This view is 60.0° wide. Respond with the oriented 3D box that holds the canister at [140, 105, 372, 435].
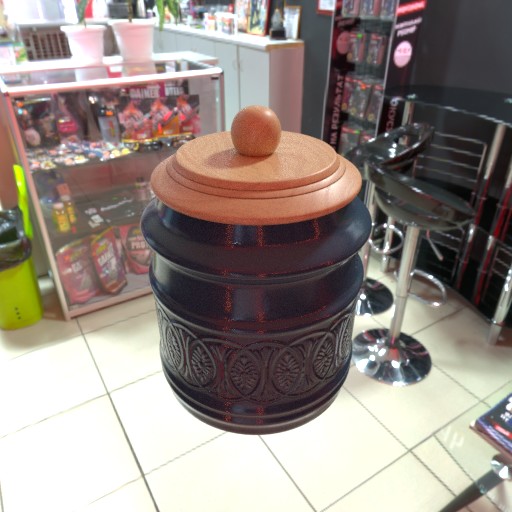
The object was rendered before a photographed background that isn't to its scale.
[{"bbox_3d":[0.000,0.000,0.269,0.130,0.176,0.130,0,32,0],"label":"canister"}]
